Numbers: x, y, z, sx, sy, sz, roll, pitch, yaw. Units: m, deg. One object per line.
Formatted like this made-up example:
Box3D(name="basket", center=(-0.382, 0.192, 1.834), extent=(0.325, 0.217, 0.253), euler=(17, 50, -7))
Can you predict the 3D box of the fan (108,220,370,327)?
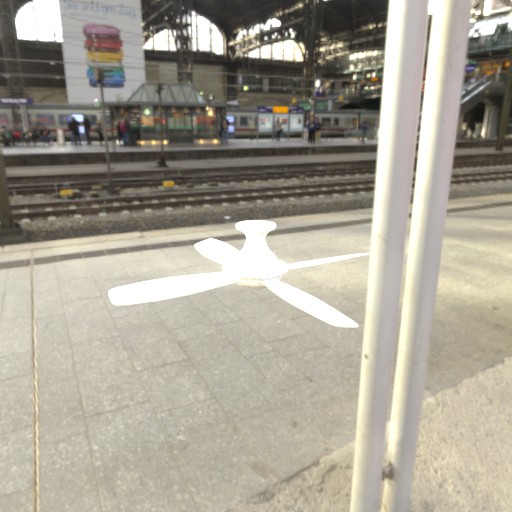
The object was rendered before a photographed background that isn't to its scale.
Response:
Box3D(name="fan", center=(0.000, 0.000, 2.614), extent=(1.694, 0.382, 1.693), euler=(-9, 18, -27))
